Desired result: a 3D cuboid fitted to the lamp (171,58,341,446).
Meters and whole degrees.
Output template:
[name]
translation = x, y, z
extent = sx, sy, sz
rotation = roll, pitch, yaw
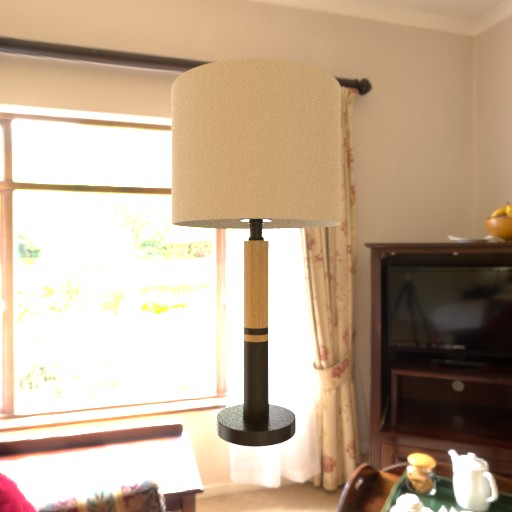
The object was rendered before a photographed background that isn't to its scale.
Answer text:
[lamp]
translation = 0.000, 0.000, 0.813
extent = 0.305, 0.640, 0.305
rotation = 0, 0, 35
